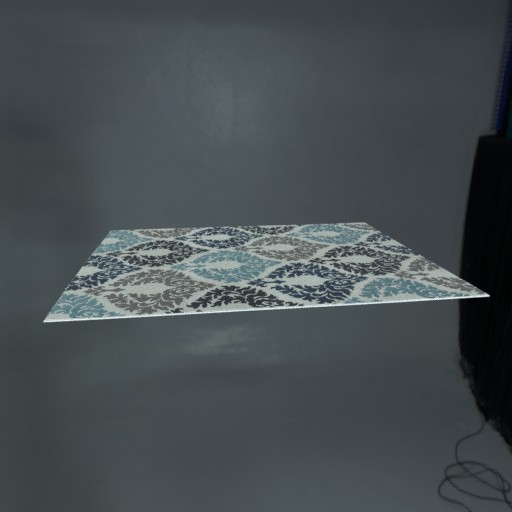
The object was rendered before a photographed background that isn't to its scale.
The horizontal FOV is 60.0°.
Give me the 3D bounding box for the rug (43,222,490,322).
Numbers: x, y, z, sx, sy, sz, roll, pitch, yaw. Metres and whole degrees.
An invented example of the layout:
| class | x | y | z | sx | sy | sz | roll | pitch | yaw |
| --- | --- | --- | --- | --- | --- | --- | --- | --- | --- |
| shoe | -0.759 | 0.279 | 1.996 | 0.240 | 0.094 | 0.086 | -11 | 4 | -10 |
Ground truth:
| class | x | y | z | sx | sy | sz | roll | pitch | yaw |
| --- | --- | --- | --- | --- | --- | --- | --- | --- | --- |
| rug | 0.000 | 0.000 | 4.106 | 3.040 | 0.014 | 2.423 | -2 | 17 | -8 |
